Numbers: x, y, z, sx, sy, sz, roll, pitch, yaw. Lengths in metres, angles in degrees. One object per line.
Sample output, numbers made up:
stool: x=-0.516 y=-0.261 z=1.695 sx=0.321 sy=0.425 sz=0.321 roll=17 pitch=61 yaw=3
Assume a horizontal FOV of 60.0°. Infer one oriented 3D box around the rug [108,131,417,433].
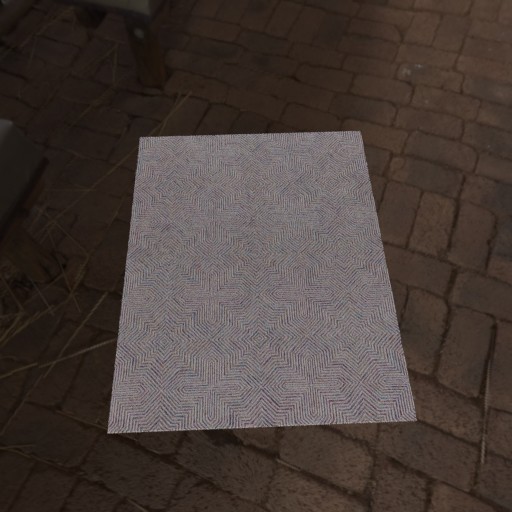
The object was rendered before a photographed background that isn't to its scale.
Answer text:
rug: x=0.000 y=0.000 z=4.198 sx=2.442 sy=0.008 sz=3.046 roll=-2 pitch=62 yaw=-1
